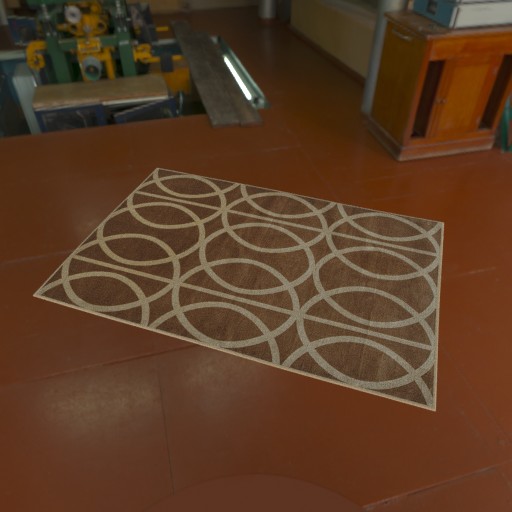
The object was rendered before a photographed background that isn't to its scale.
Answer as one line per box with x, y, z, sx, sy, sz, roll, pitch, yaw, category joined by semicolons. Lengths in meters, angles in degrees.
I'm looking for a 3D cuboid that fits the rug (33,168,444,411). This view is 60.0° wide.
0.000;0.000;2.876;2.290;0.014;1.526;13;44;14;rug
